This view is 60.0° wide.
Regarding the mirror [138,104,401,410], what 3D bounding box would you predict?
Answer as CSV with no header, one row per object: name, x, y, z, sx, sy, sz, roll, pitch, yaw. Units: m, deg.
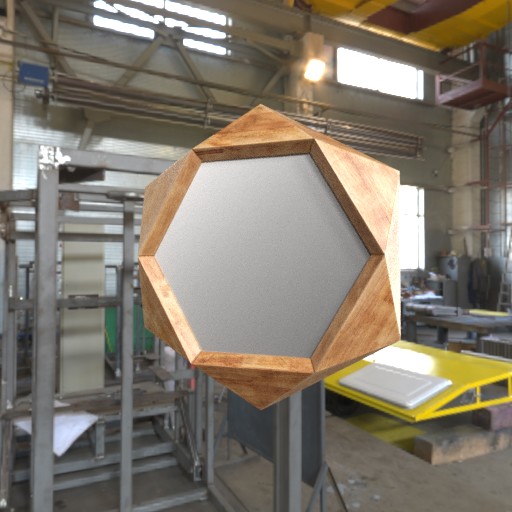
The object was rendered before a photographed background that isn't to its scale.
mirror,0.000,0.000,1.091,0.675,0.779,0.091,0,-1,18
